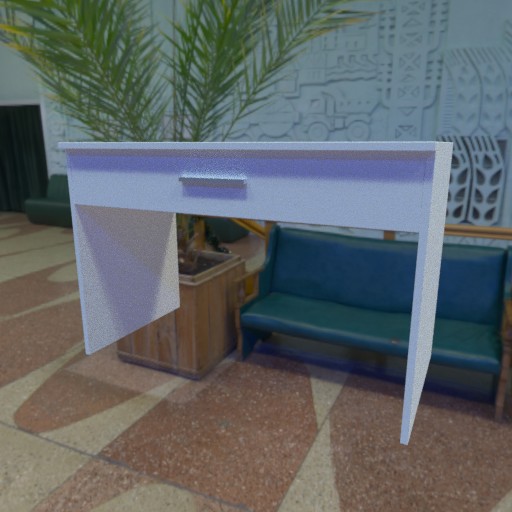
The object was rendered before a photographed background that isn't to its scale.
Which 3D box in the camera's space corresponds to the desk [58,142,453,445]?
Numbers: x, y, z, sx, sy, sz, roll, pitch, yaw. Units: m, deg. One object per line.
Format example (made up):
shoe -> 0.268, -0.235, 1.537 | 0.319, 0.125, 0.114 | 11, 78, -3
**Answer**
desk -> 0.000, 0.000, 1.472 | 1.100, 0.730, 0.560 | 7, 16, 26
